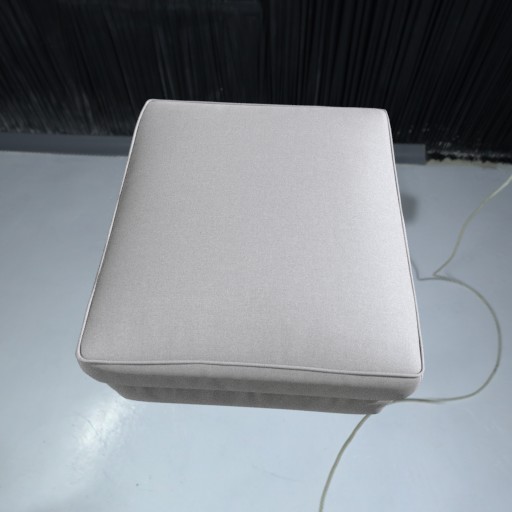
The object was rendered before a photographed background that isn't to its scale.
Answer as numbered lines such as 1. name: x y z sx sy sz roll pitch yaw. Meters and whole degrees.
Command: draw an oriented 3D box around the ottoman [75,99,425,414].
1. ottoman: 0.000 0.000 1.111 0.662 0.505 0.721 3 59 2
